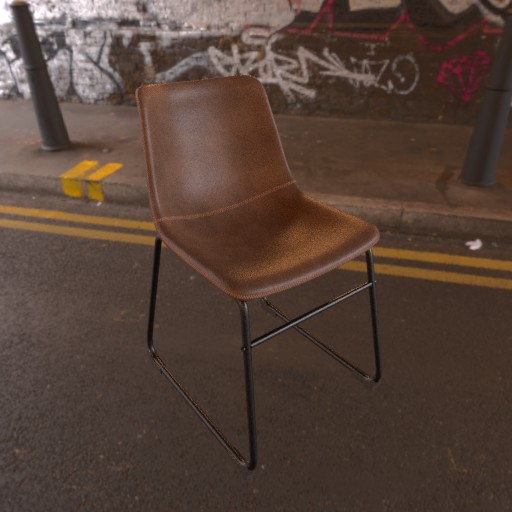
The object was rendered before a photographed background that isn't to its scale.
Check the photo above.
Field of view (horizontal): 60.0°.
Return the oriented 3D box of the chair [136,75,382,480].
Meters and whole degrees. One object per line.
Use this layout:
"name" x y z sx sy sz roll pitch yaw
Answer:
"chair" 0.000 0.000 1.115 0.460 0.780 0.551 -21 36 -32
